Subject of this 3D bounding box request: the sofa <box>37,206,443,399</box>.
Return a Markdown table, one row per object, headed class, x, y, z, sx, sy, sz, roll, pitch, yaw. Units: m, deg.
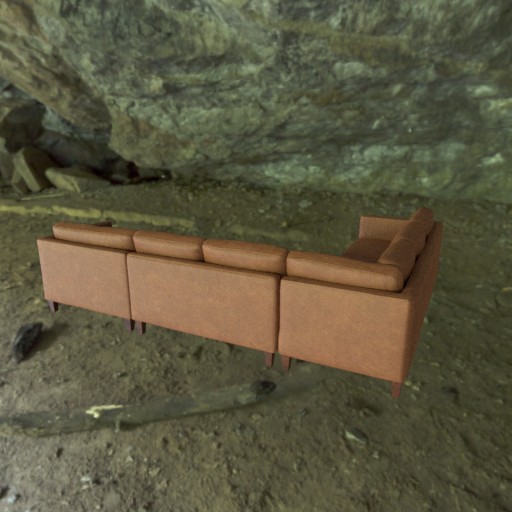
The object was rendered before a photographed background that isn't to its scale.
| class | x | y | z | sx | sy | sz | roll | pitch | yaw |
| --- | --- | --- | --- | --- | --- | --- | --- | --- | --- |
| sofa | 0.000 | 0.000 | 4.663 | 3.460 | 0.923 | 2.593 | 8 | 18 | 25 |
